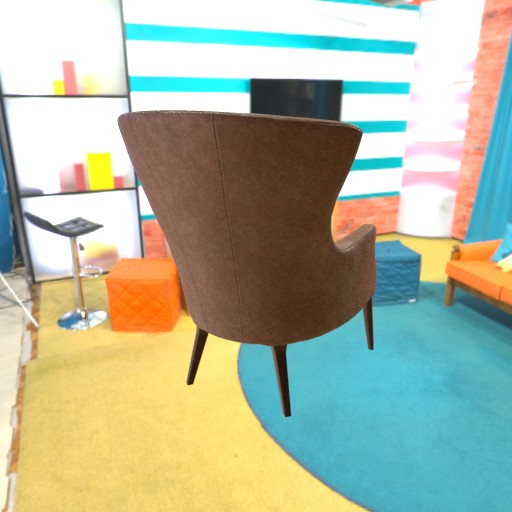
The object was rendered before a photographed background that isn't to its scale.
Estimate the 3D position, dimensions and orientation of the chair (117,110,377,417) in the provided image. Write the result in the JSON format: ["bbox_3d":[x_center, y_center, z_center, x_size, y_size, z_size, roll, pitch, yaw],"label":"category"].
[{"bbox_3d":[0.000,0.000,1.698,0.846,1.067,0.955,9,21,25],"label":"chair"}]
